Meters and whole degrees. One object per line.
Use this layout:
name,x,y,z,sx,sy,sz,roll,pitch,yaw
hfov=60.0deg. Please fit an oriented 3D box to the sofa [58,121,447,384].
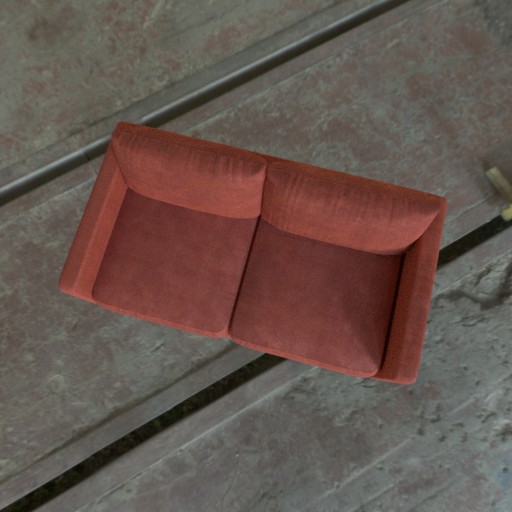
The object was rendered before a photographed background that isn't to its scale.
sofa,0.000,0.000,2.152,1.574,0.896,0.864,14,77,3
